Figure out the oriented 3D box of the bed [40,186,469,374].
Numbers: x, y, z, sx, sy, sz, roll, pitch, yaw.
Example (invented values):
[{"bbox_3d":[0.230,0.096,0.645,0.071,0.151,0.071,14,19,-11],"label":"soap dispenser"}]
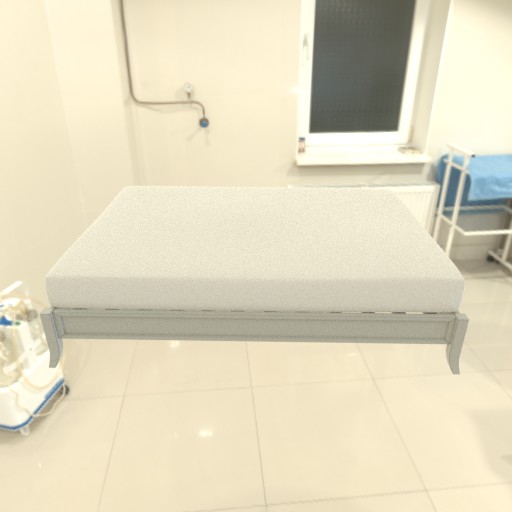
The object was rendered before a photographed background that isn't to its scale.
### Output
[{"bbox_3d":[0.000,0.000,2.676,1.985,0.510,1.460,1,27,1],"label":"bed"}]
